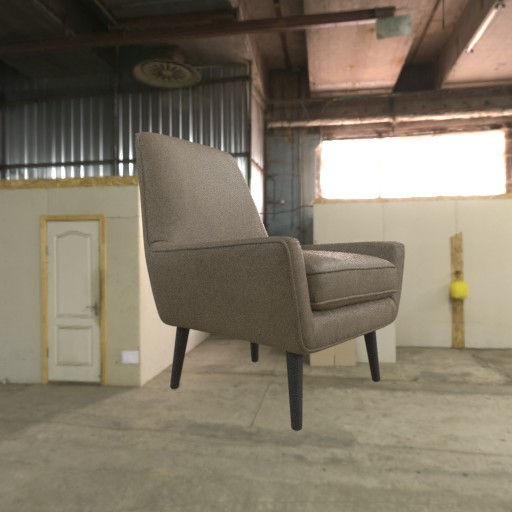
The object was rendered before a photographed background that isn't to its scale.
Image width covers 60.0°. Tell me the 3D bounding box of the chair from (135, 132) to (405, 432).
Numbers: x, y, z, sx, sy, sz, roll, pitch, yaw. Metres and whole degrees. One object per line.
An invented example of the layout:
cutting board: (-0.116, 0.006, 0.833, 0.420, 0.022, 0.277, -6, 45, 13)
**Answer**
chair: (0.000, 0.000, 1.544, 0.824, 0.888, 0.787, 1, 1, 37)
